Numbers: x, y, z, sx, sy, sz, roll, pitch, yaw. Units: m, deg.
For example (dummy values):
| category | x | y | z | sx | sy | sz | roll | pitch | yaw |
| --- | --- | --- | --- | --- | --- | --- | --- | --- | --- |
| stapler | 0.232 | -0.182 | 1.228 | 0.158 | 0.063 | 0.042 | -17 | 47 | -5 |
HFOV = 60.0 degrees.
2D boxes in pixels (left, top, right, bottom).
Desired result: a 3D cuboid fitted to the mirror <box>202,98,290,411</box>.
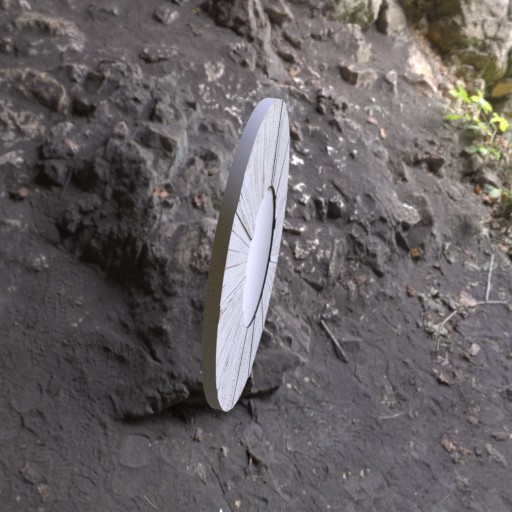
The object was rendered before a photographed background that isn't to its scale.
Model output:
| category | x | y | z | sx | sy | sz | roll | pitch | yaw |
| --- | --- | --- | --- | --- | --- | --- | --- | --- | --- |
| mirror | 0.000 | 0.000 | 1.358 | 0.038 | 0.914 | 0.914 | 10 | 47 | 9 |
